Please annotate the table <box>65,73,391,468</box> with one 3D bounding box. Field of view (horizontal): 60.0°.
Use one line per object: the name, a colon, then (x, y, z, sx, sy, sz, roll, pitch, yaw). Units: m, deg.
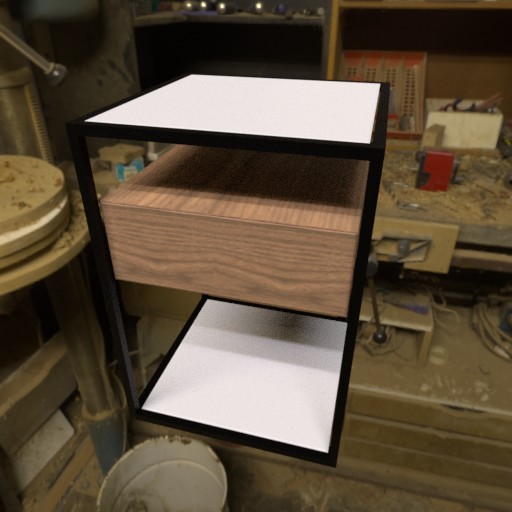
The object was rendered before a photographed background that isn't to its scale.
table: (0.000, 0.000, 0.791, 0.378, 0.540, 0.378, 8, 32, 13)
